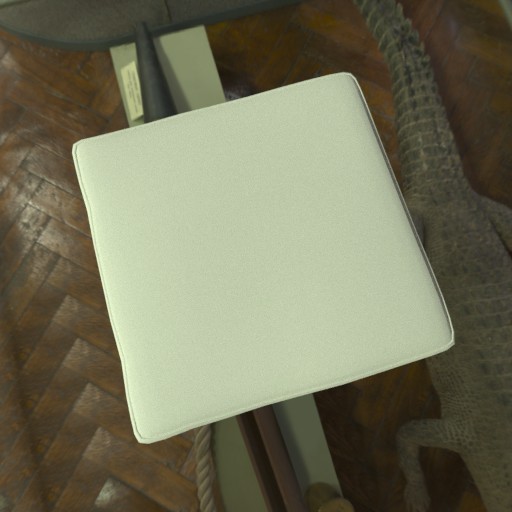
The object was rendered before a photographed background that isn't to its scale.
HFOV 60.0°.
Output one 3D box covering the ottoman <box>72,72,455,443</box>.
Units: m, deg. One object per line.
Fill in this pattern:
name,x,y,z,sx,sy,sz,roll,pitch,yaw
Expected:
ottoman,0.000,0.000,1.338,0.838,0.479,0.838,-16,78,-4
